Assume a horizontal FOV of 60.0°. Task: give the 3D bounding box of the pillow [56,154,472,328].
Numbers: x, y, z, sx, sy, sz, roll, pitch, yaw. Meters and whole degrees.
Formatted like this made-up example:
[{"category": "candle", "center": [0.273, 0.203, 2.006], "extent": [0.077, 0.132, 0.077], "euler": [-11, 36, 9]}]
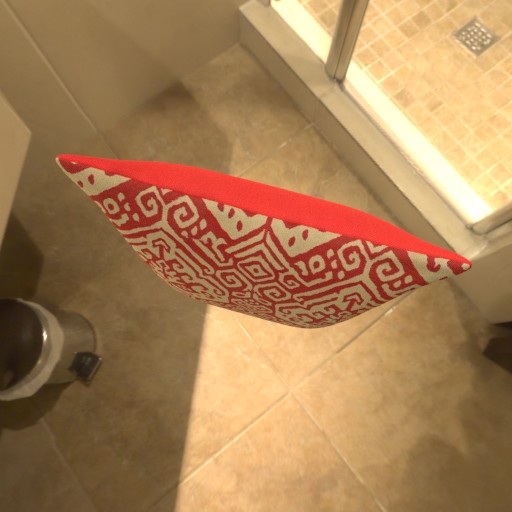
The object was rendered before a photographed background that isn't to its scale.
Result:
[{"category": "pillow", "center": [0.000, 0.000, 0.775], "extent": [0.522, 0.507, 0.192], "euler": [15, 77, 4]}]
